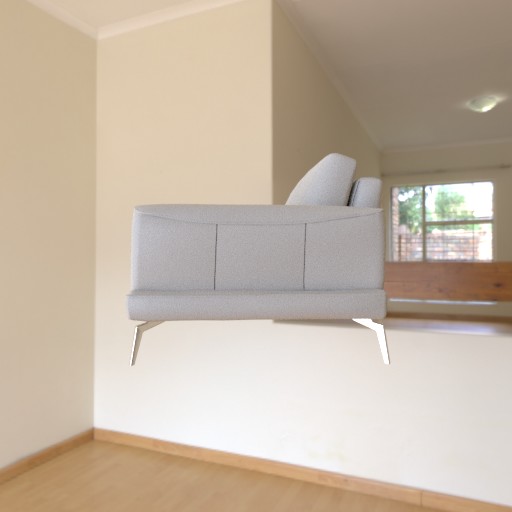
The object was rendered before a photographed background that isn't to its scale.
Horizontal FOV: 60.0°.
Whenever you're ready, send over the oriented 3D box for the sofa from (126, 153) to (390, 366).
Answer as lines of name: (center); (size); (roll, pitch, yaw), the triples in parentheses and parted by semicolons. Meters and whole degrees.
sofa: (0.000, 0.000, 2.837); (1.121, 0.930, 2.177); (0, -1, -1)
